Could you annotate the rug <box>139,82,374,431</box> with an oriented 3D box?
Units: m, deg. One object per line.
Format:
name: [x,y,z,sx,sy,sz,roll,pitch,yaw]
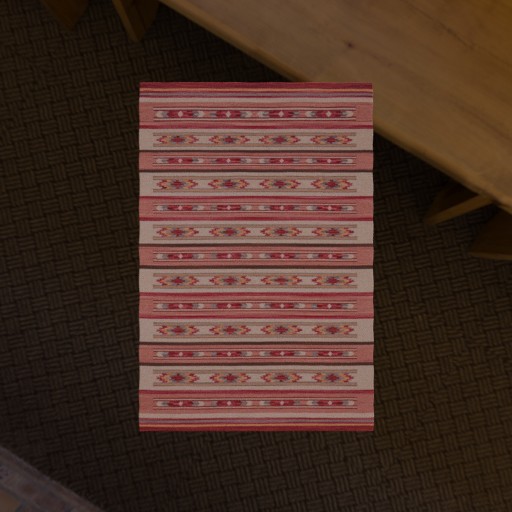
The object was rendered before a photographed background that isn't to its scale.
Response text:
rug: [0.000,0.000,2.312,1.223,0.008,1.817,0,89,0]
